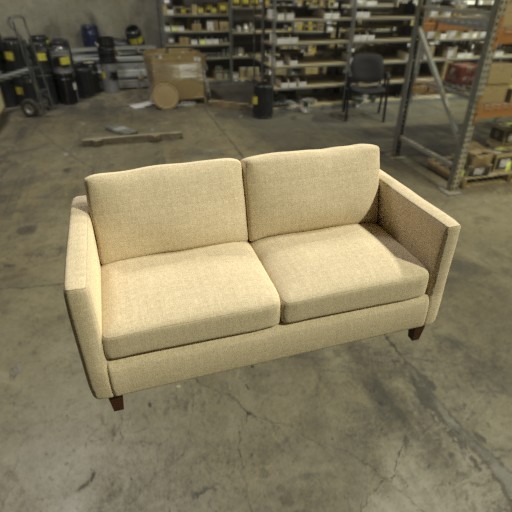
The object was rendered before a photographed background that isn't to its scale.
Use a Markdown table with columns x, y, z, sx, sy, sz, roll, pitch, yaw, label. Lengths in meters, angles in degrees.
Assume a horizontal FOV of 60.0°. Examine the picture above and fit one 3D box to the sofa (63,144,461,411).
| x | y | z | sx | sy | sz | roll | pitch | yaw | label |
| --- | --- | --- | --- | --- | --- | --- | --- | --- | --- |
| 0.000 | 0.000 | 2.461 | 1.884 | 0.963 | 0.950 | -9 | 33 | -14 | sofa |
